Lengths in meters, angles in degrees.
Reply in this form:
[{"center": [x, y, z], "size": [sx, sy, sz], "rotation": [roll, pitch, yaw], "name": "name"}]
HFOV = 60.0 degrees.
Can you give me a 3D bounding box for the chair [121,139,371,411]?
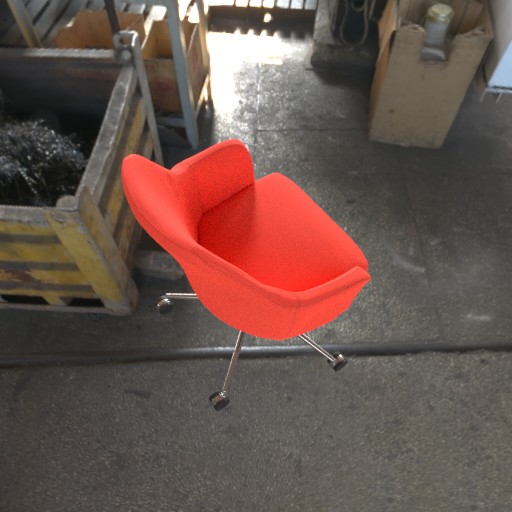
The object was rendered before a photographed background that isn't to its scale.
[{"center": [0.000, 0.000, 1.279], "size": [0.600, 0.820, 0.655], "rotation": [-30, 62, -18], "name": "chair"}]
